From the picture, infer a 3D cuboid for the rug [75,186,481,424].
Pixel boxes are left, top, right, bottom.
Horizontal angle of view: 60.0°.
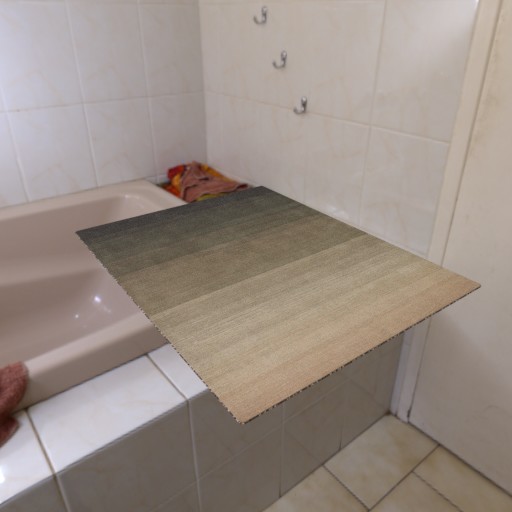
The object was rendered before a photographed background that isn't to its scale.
[{"bbox_3d":[0.000,0.000,3.915,2.305,0.017,2.902,-19,34,-31],"label":"rug"}]
